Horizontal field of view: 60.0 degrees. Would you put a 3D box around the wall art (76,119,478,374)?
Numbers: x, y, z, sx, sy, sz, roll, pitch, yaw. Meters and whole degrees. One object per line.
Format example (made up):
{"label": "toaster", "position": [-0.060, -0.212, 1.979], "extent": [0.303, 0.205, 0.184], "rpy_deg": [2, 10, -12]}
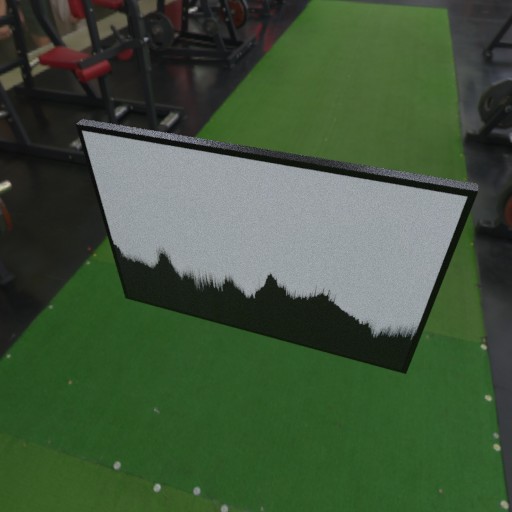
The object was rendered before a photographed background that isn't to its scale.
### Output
{"label": "wall art", "position": [0.000, 0.000, 0.850], "extent": [0.659, 0.446, 0.022], "rpy_deg": [13, 43, 14]}
